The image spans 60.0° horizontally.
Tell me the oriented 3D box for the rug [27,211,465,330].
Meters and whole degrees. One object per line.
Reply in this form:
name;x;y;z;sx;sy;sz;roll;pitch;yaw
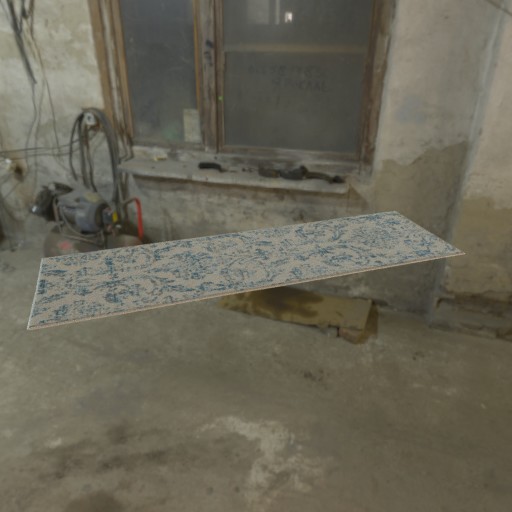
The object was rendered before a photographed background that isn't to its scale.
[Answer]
rug;0.000;0.000;2.398;2.196;0.011;0.662;-9;29;-16
